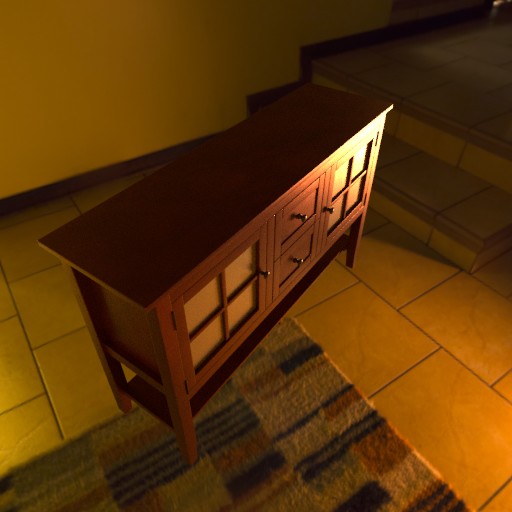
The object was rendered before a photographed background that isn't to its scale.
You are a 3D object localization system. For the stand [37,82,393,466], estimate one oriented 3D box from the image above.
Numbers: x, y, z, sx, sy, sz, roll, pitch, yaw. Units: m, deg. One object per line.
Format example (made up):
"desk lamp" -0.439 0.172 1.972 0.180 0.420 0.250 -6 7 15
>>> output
"stand" 0.000 0.000 1.753 0.410 0.872 1.362 26 47 26
